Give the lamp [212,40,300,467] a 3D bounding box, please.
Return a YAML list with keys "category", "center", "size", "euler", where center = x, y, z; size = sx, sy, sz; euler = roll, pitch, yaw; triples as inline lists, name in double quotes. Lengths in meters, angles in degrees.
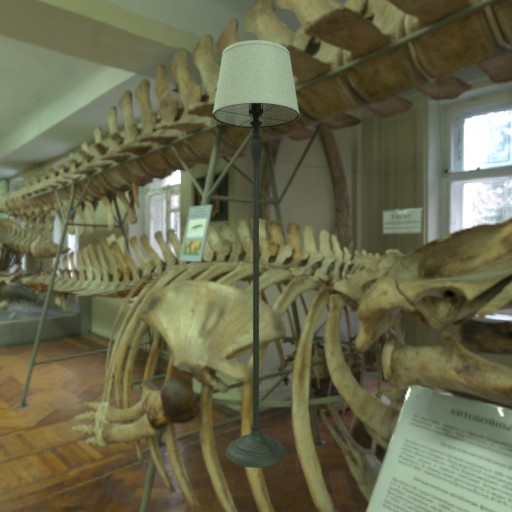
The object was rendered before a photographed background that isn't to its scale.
- category: "lamp"
  center: [0.000, 0.000, 1.683]
  size: [0.327, 1.506, 0.327]
  euler: [0, 1, 17]
